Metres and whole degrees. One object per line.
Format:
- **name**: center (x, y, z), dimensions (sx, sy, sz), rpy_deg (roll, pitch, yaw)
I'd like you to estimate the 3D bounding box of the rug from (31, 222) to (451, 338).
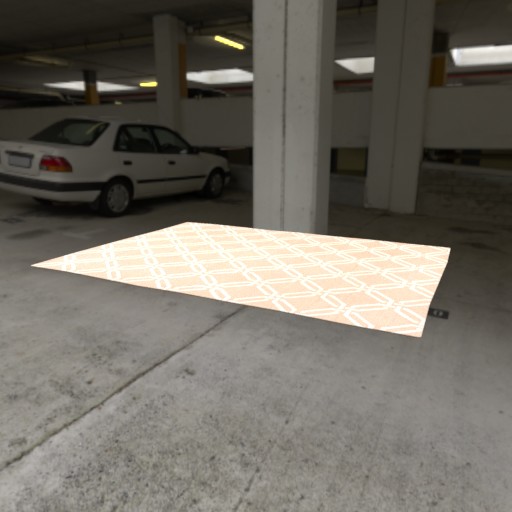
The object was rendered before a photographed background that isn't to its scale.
- **rug**: center (0.000, 0.000, 4.318), dimensions (3.365, 0.020, 2.452), rpy_deg (7, 16, 26)
